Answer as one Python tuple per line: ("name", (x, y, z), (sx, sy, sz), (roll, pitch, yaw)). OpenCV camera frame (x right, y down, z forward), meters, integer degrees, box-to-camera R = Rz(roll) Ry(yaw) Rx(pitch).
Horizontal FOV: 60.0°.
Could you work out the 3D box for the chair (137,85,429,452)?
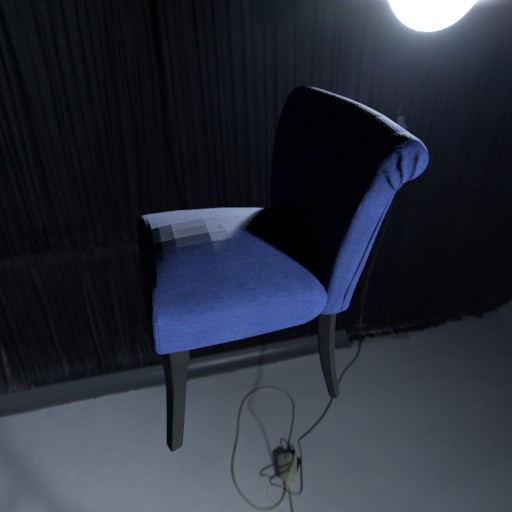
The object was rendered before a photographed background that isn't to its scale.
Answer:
("chair", (0.000, 0.000, 1.186), (0.606, 0.753, 0.585), (-8, 32, -13))
